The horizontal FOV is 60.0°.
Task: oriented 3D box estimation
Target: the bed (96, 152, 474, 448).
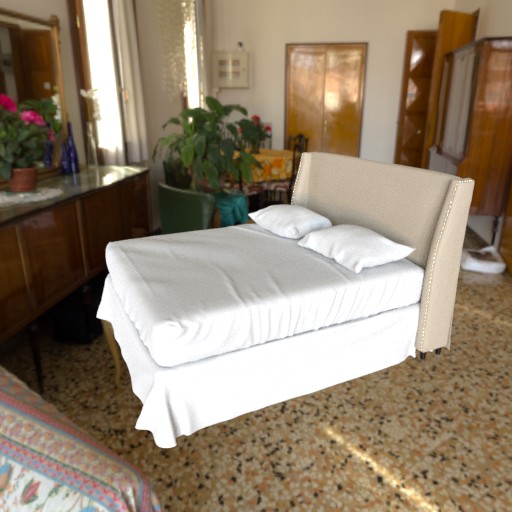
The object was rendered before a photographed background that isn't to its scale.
[{"bbox_3d":[0.000,0.000,3.420,2.276,1.332,1.925,-9,21,-25],"label":"bed"}]
